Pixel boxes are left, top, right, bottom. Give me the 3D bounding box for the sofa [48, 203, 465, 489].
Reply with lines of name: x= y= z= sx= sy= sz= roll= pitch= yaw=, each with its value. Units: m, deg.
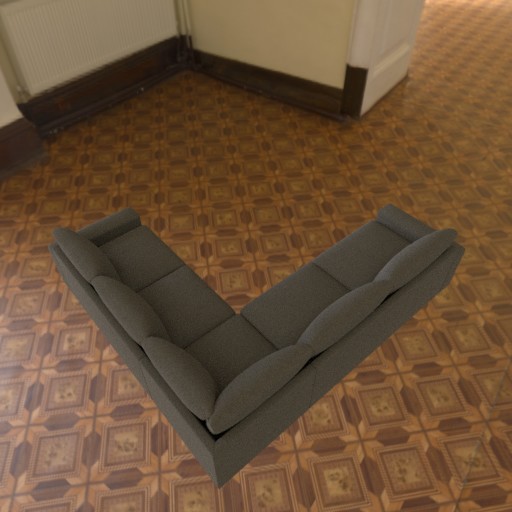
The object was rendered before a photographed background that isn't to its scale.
sofa: x=0.000 y=0.000 z=4.703 sx=3.277 sy=0.965 sz=2.895 roll=-32 pitch=54 yaw=-27
